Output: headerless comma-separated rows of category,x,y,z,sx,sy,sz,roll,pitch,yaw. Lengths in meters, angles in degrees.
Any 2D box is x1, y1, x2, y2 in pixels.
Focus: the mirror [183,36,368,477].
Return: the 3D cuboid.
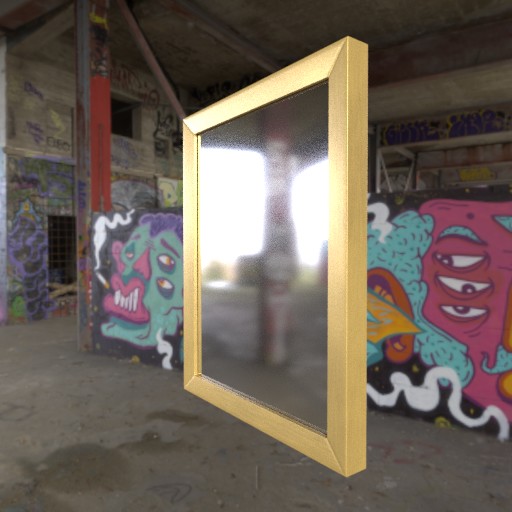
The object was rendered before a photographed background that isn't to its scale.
mirror,0.000,0.000,0.684,0.041,0.508,0.405,-1,1,-37
